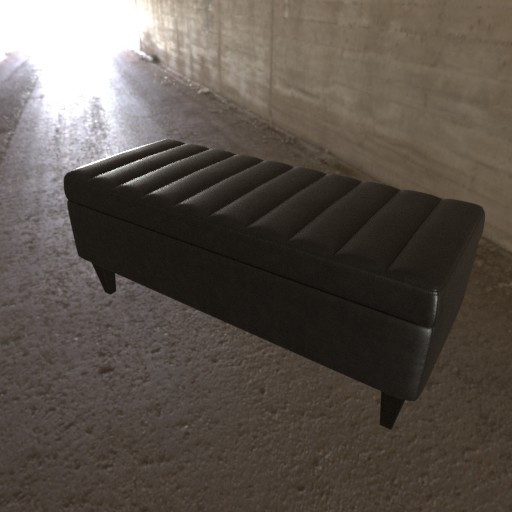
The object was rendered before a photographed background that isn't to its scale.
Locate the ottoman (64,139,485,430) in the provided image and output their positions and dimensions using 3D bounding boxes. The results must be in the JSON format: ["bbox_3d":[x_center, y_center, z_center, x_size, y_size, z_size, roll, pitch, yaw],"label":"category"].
[{"bbox_3d":[0.000,0.000,1.362,1.151,0.469,0.482,19,35,29],"label":"ottoman"}]
